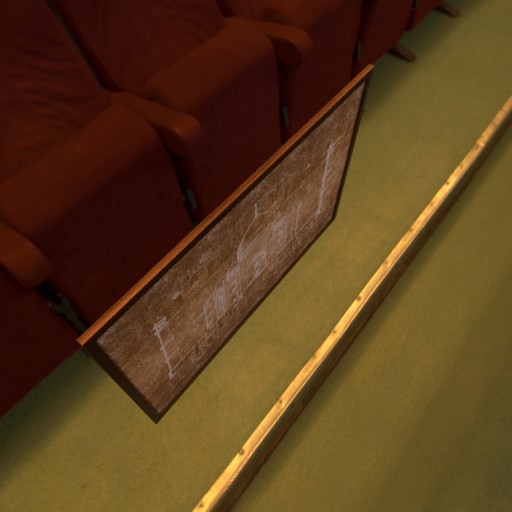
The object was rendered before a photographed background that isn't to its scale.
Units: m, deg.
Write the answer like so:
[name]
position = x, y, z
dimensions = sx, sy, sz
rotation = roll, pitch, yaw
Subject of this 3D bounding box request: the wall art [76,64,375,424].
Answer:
[wall art]
position = 0.000, 0.000, 1.040
dimensions = 0.014, 0.559, 0.816
rotation = 34, 64, 19
